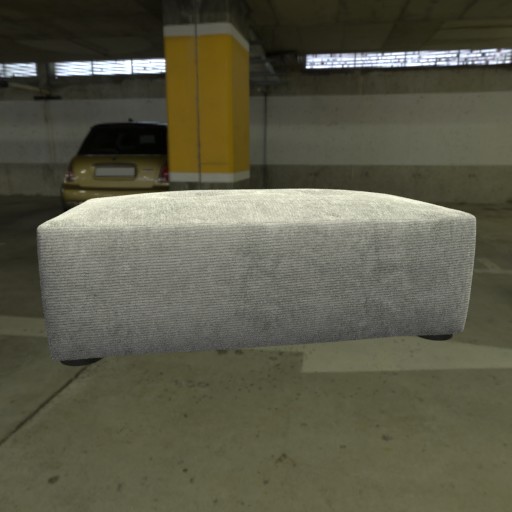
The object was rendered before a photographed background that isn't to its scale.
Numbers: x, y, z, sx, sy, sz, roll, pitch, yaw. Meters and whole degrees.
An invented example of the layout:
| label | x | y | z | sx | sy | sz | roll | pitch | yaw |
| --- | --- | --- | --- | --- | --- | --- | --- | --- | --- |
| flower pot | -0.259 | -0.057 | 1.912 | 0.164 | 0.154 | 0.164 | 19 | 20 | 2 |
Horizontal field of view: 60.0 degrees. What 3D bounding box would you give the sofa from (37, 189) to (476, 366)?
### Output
| label | x | y | z | sx | sy | sz | roll | pitch | yaw |
| --- | --- | --- | --- | --- | --- | --- | --- | --- | --- |
| sofa | 0.000 | 0.000 | 1.148 | 0.930 | 0.330 | 0.480 | -2 | 14 | -9 |
